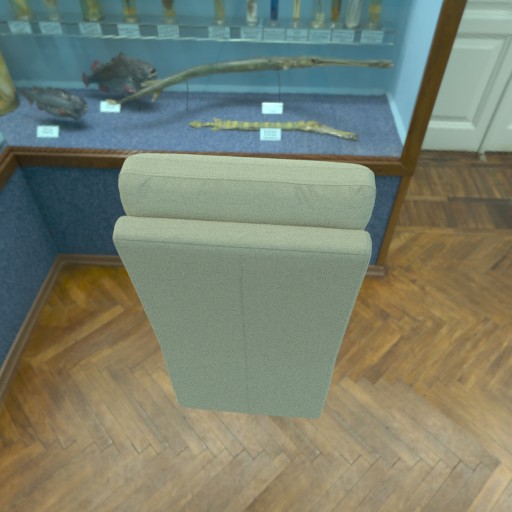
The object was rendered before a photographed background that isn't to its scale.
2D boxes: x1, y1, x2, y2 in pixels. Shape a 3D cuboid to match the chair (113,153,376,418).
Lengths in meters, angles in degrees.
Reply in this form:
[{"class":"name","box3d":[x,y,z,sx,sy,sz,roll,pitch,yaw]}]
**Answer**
[{"class":"chair","box3d":[0.000,0.000,1.311,0.503,0.927,0.698,4,47,3]}]
